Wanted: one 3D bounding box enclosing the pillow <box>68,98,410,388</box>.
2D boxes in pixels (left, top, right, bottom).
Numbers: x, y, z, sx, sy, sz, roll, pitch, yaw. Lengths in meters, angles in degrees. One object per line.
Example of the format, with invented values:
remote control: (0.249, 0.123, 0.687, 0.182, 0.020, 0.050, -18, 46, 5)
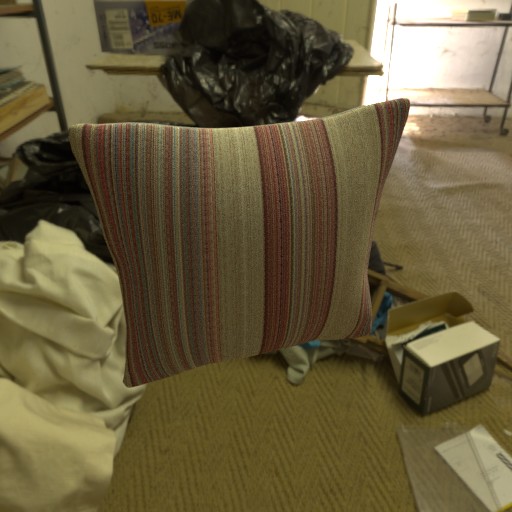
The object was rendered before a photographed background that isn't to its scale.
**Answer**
pillow: (0.000, 0.000, 0.646, 0.437, 0.419, 0.136, -9, 33, -14)
